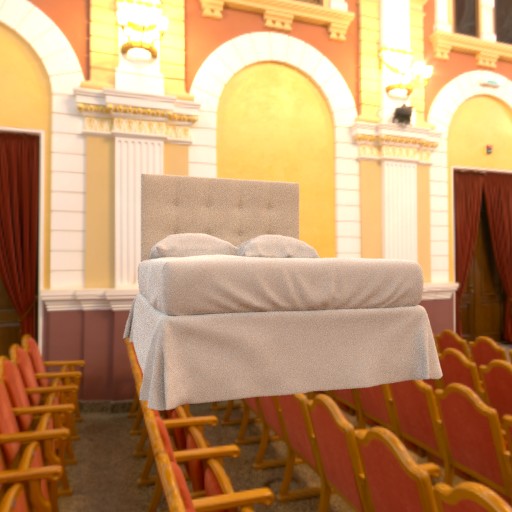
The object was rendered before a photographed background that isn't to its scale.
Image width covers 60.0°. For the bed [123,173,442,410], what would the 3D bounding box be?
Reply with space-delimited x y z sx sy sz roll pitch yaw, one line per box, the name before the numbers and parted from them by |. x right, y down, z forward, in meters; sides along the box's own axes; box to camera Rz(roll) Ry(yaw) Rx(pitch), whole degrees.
bed | 0.000 0.000 3.503 1.936 1.577 2.222 0 -1 -19
